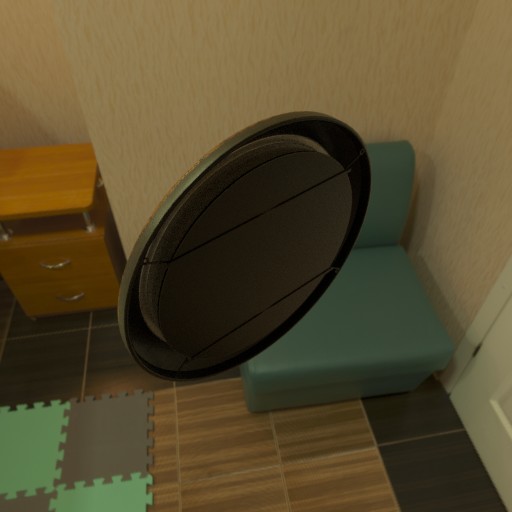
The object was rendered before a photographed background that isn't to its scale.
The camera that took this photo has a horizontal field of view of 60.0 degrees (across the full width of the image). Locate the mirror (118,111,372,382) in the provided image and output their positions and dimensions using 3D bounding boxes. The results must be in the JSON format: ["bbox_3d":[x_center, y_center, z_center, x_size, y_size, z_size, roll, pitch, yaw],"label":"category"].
[{"bbox_3d":[0.000,0.000,1.343,0.907,0.907,0.111,-30,52,-26],"label":"mirror"}]
